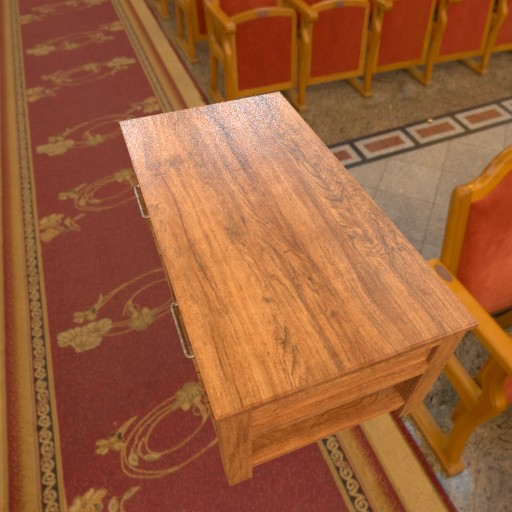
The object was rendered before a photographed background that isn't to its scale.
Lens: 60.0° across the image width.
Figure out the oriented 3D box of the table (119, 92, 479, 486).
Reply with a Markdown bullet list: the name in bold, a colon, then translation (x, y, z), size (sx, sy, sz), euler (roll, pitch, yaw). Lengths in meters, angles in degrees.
- **table**: translation (0.000, 0.000, 1.456), size (0.635, 0.480, 1.150), euler (-16, 49, -14)
